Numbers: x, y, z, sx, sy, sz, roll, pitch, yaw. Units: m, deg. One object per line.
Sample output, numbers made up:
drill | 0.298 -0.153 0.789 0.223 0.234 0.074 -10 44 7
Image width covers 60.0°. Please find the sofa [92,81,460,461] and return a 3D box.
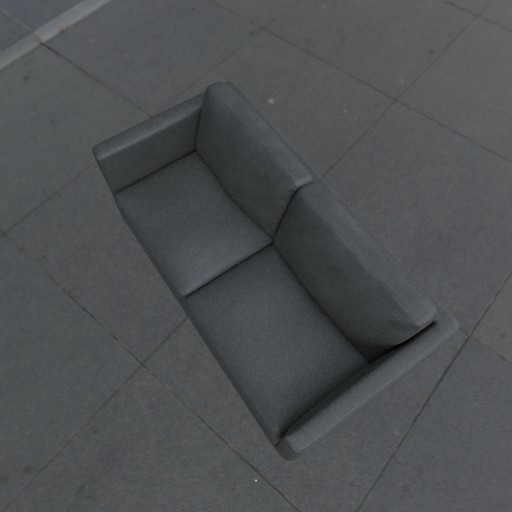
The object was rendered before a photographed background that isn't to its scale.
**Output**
sofa | 0.000 0.000 2.432 0.951 0.933 1.883 -32 67 -15
